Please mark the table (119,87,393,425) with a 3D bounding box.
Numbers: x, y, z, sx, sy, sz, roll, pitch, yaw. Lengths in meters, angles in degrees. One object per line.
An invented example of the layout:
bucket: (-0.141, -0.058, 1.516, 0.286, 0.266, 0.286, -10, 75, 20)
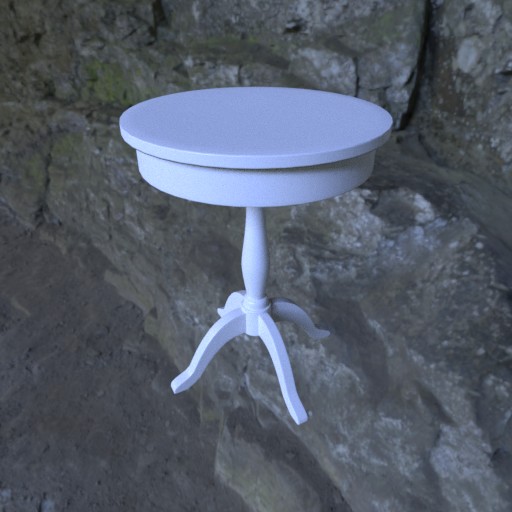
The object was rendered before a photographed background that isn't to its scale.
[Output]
table: (0.000, 0.000, 1.028, 0.513, 0.653, 0.513, 0, 31, 0)
